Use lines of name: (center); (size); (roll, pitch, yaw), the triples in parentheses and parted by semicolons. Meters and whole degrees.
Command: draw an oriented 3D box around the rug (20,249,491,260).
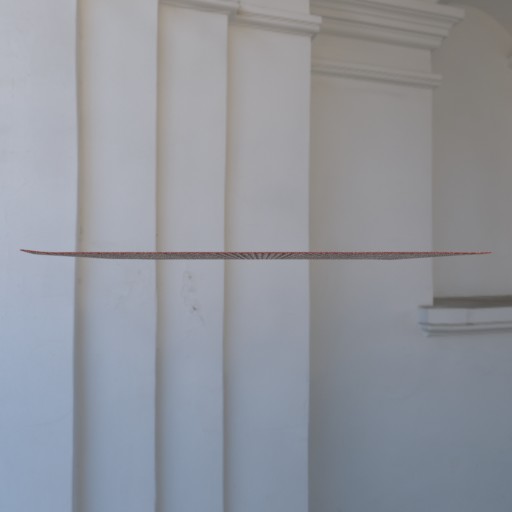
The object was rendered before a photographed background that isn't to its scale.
rug: (0.000, 0.000, 2.893); (2.286, 0.026, 1.521); (0, -2, 1)
